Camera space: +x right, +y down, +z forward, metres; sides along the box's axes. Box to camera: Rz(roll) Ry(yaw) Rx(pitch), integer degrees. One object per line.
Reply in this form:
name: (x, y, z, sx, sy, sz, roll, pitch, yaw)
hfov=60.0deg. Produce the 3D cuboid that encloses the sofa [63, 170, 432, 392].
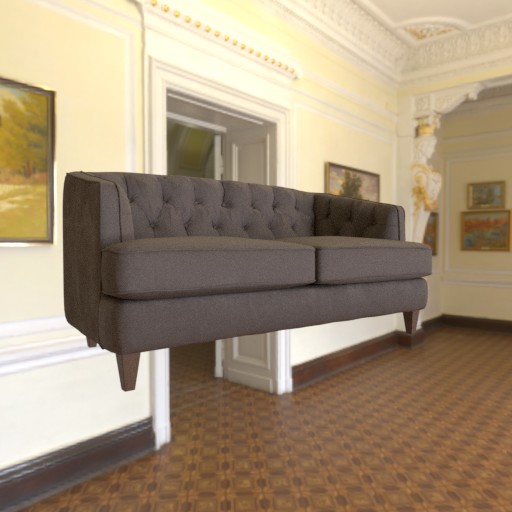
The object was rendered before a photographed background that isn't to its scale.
sofa: (0.000, 0.000, 2.229, 1.733, 0.855, 0.941, -1, 2, -36)
